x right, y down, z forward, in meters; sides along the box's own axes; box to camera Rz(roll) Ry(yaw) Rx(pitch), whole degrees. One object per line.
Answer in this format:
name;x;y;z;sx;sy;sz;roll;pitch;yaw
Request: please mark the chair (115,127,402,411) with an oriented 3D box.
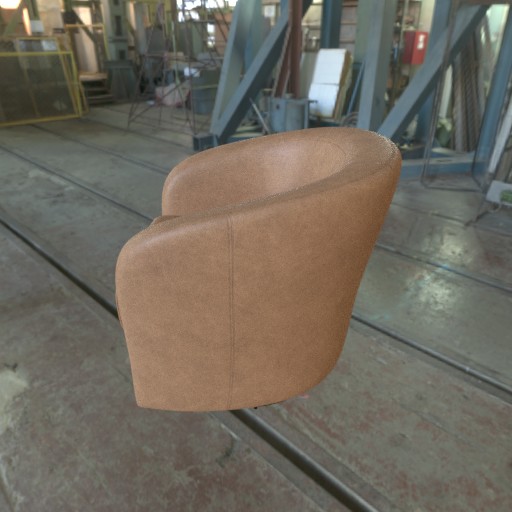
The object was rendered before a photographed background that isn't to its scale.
chair;0.000;0.000;1.463;0.815;0.771;0.791;0;27;0
